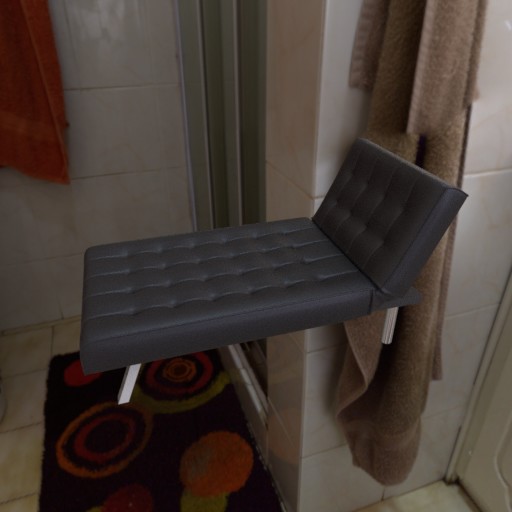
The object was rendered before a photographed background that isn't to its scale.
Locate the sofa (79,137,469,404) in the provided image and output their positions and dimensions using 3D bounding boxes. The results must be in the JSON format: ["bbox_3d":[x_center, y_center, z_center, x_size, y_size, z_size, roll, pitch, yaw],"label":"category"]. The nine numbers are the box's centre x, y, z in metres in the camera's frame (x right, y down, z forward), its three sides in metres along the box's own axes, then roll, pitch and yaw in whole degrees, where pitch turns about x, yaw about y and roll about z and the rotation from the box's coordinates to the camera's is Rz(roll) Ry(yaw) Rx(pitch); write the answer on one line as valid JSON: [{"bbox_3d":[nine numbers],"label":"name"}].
[{"bbox_3d":[0.000,0.000,2.051,1.560,0.820,0.760,-9,31,-15],"label":"sofa"}]
